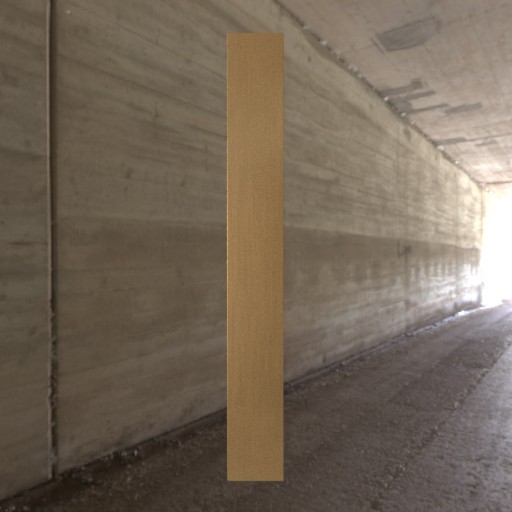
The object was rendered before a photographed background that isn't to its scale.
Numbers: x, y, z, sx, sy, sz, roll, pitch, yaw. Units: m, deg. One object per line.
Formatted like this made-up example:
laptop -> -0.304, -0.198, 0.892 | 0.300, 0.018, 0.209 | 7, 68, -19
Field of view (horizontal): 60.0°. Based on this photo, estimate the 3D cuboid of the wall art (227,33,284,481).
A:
wall art -> 0.000, 0.000, 0.452 | 0.038, 0.303, 0.305 | 0, 0, 0
